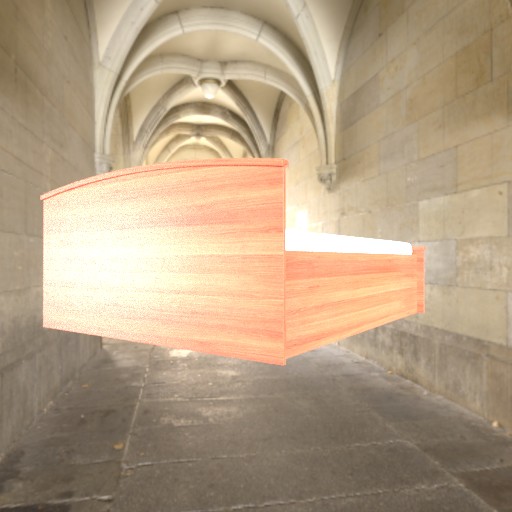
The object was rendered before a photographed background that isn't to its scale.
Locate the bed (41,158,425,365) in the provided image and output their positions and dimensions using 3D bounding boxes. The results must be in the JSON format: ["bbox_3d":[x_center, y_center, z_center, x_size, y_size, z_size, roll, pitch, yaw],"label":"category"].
[{"bbox_3d":[0.000,0.000,2.986,1.683,0.848,2.053,0,-1,35],"label":"bed"}]
